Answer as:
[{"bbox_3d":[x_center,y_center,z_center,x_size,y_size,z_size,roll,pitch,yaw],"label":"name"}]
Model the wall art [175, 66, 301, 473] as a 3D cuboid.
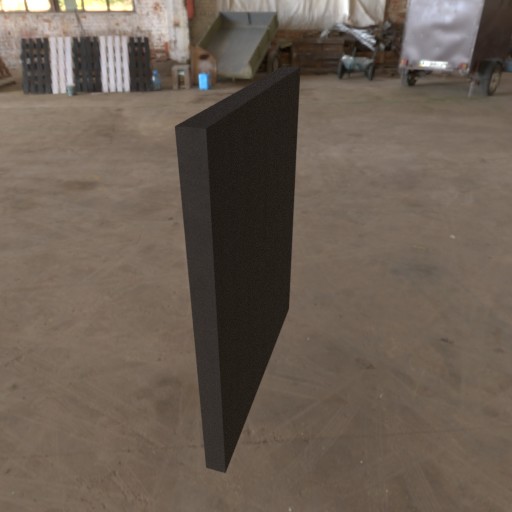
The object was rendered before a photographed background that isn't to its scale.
[{"bbox_3d":[0.000,0.000,0.768,0.034,0.552,0.455,9,32,14],"label":"wall art"}]
